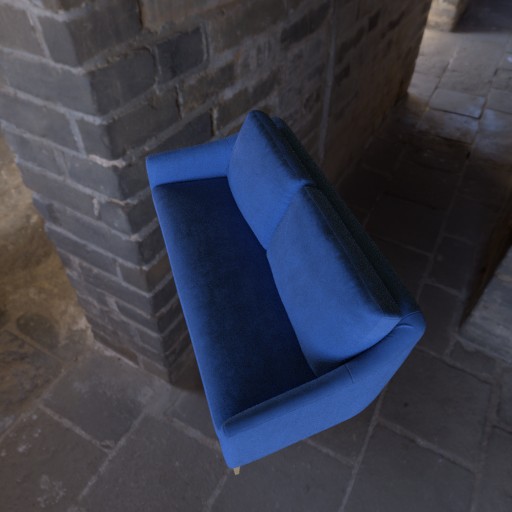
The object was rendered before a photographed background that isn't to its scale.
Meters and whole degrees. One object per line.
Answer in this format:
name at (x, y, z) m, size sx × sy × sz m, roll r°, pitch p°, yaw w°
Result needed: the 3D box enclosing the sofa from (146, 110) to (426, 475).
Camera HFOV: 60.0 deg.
sofa at (0.000, 0.000, 2.569) m, size 0.960 × 0.903 × 2.036 m, roll -14°, pitch 48°, yaw -13°
